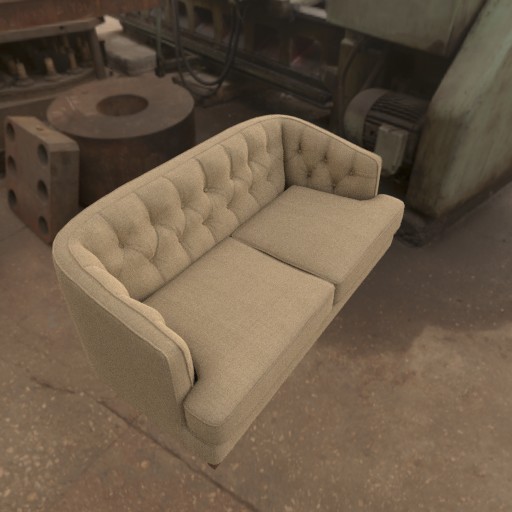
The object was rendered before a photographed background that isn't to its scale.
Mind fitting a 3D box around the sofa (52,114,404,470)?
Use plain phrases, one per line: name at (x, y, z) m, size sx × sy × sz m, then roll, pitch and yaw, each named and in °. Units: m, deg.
sofa at (0.000, 0.000, 2.231) m, size 0.941 × 0.855 × 1.733 m, roll 24°, pitch 45°, yaw 27°
